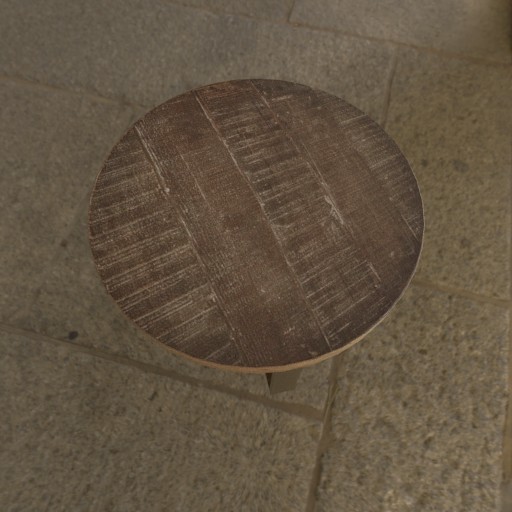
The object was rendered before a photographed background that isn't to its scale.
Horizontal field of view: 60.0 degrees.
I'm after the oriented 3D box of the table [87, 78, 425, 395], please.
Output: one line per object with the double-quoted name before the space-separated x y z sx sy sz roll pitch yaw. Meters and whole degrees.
"table" 0.000 0.000 0.939 0.557 0.437 0.557 0 64 0
